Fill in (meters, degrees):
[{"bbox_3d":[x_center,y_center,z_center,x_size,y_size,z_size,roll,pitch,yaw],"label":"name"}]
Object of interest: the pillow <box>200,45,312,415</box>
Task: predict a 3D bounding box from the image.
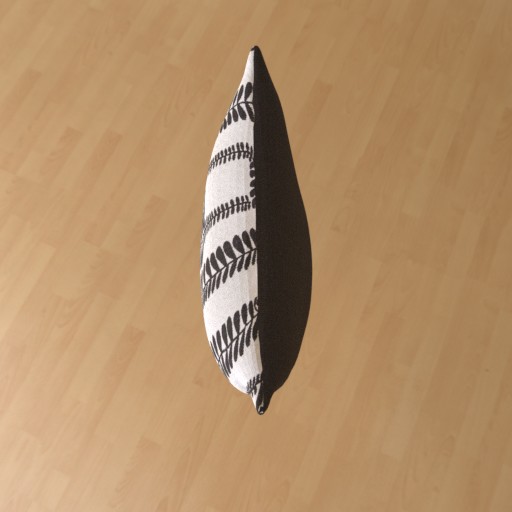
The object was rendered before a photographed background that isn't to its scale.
[{"bbox_3d":[0.000,0.000,0.697,0.182,0.441,0.440,-1,75,0],"label":"pillow"}]
